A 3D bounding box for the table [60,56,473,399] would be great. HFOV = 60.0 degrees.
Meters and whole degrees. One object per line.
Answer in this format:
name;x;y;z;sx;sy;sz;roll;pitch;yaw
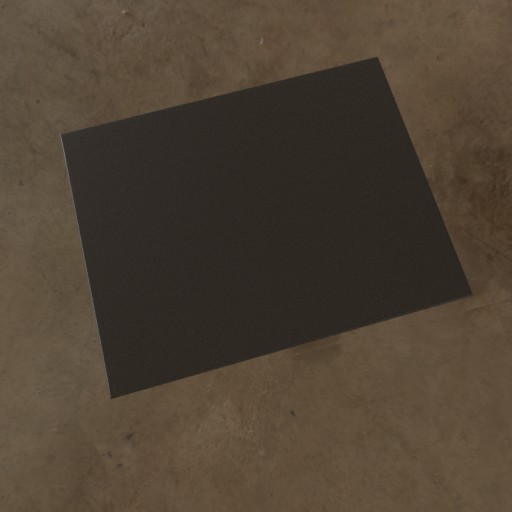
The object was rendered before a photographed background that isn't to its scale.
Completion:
table;0.000;0.000;1.021;0.564;0.646;0.451;-15;77;-4
